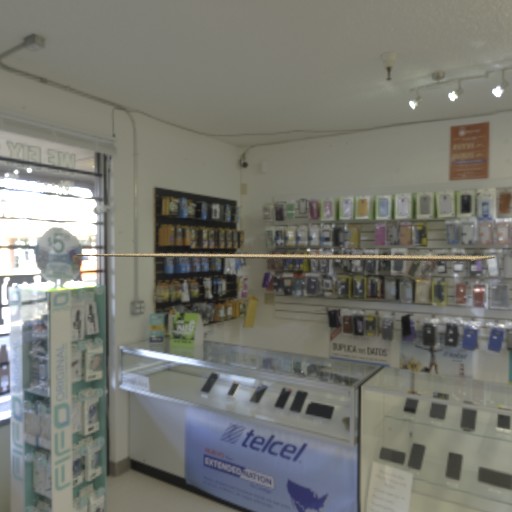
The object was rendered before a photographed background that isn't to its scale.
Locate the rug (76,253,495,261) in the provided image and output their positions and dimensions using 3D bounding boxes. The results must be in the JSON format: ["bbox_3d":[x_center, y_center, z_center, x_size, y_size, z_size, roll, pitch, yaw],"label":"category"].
[{"bbox_3d":[0.000,0.000,2.642,2.448,0.012,0.769,1,1,34],"label":"rug"}]
